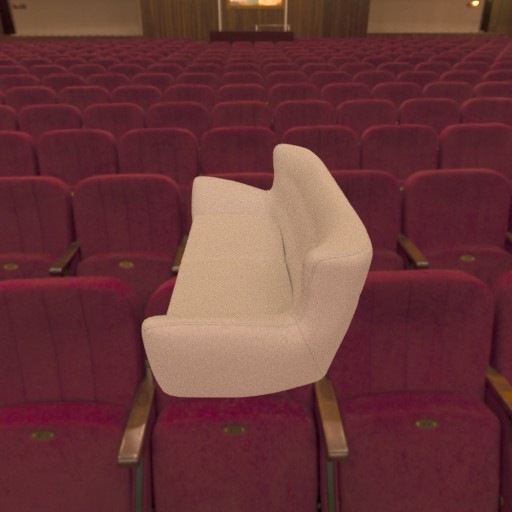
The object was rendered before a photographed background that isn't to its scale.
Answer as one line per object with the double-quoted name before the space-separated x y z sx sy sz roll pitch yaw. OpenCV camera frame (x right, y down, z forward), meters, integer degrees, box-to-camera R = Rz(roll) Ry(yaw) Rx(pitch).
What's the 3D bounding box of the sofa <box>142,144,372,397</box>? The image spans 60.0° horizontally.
"sofa" 0.000 0.000 2.504 0.899 0.890 1.930 -1 26 -1
